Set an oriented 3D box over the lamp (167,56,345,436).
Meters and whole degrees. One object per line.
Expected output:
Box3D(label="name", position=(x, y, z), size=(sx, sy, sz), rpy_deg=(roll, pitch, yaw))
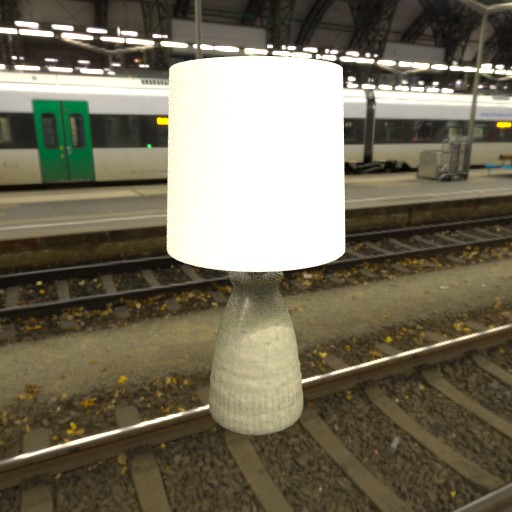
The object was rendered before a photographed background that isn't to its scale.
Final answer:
Box3D(label="lamp", position=(0.000, 0.000, 0.475), size=(0.186, 0.369, 0.186), rpy_deg=(0, 15, 0))
